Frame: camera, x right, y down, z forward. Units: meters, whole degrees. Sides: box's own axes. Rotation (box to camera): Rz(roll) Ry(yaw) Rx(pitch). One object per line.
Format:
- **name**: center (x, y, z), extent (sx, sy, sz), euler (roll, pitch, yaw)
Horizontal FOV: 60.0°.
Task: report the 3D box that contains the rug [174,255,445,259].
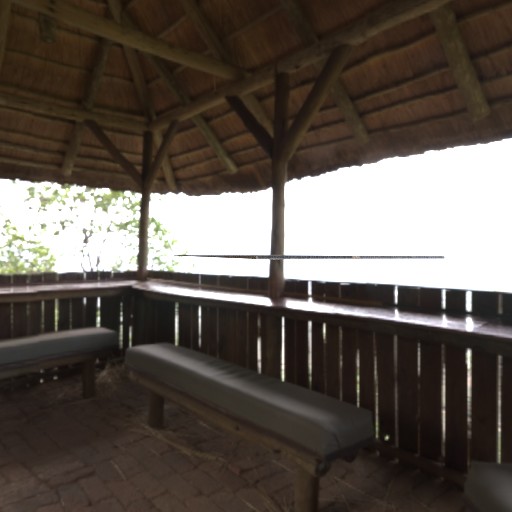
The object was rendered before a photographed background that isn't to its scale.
- **rug**: center (0.000, 0.000, 2.529), extent (0.687, 0.011, 2.287), euler (0, 0, -17)
